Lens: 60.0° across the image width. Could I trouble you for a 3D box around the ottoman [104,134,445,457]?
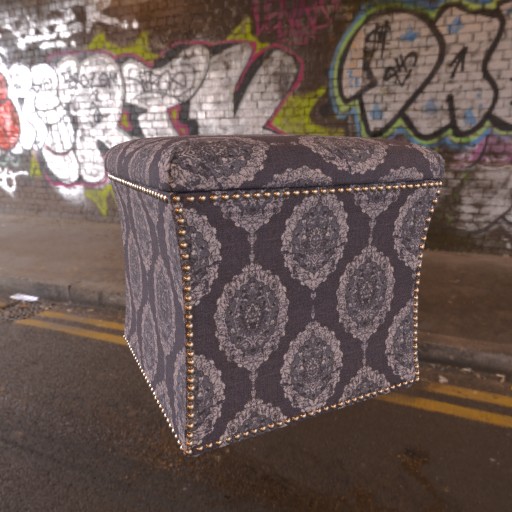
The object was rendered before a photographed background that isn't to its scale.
[{"bbox_3d":[0.000,0.000,0.898,0.507,0.475,0.497,-7,16,-26],"label":"ottoman"}]
